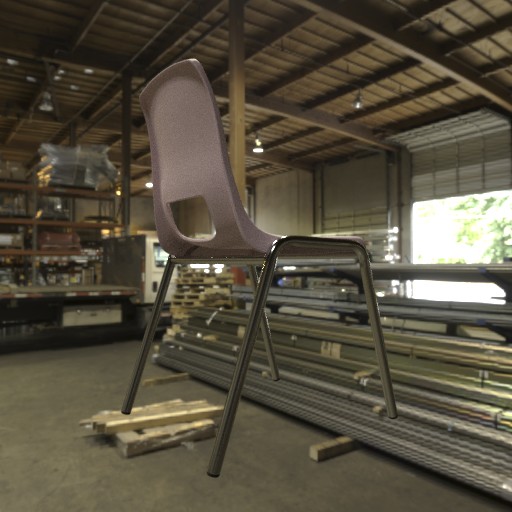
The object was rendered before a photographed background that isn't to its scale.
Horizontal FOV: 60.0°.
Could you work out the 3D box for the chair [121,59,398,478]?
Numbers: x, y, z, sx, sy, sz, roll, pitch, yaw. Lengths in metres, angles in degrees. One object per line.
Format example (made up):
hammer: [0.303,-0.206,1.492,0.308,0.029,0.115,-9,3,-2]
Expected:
chair: [0.000,0.000,0.911,0.436,0.653,0.381,1,-1,-38]
